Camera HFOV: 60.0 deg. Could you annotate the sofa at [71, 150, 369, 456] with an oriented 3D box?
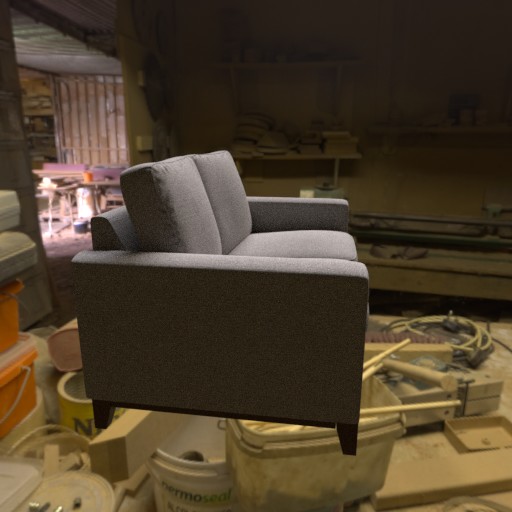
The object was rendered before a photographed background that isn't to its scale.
[{"bbox_3d":[0.000,0.000,1.976,0.917,0.873,1.420,2,16,9],"label":"sofa"}]
